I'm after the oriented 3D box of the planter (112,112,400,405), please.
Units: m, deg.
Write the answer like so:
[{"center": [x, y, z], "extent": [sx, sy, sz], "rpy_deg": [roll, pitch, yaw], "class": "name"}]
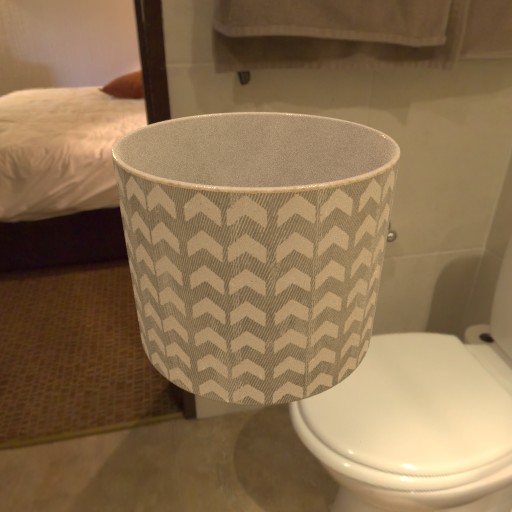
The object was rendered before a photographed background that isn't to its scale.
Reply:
[{"center": [0.000, 0.000, 0.456], "extent": [0.250, 0.239, 0.250], "rpy_deg": [0, 29, 0], "class": "planter"}]
